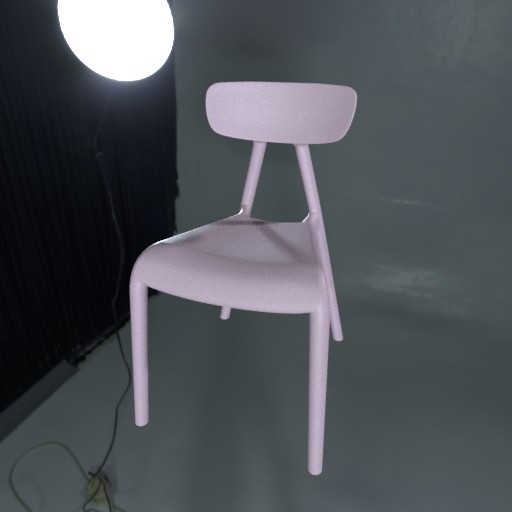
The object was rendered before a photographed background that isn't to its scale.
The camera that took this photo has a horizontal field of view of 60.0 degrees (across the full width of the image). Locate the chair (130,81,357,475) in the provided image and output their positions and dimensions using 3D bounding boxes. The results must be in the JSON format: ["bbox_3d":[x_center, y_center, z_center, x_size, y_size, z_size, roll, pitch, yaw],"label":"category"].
[{"bbox_3d":[0.000,0.000,0.829,0.356,0.580,0.401,8,27,16],"label":"chair"}]
